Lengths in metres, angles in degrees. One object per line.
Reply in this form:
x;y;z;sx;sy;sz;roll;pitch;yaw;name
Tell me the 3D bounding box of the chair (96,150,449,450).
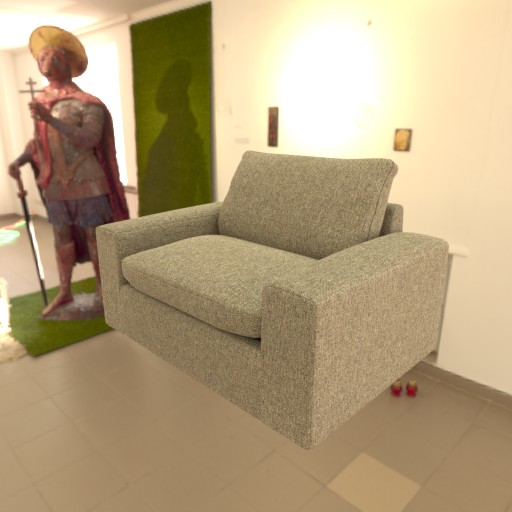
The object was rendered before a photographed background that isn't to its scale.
0.000;0.000;2.108;1.398;0.915;1.039;16;23;42;chair
